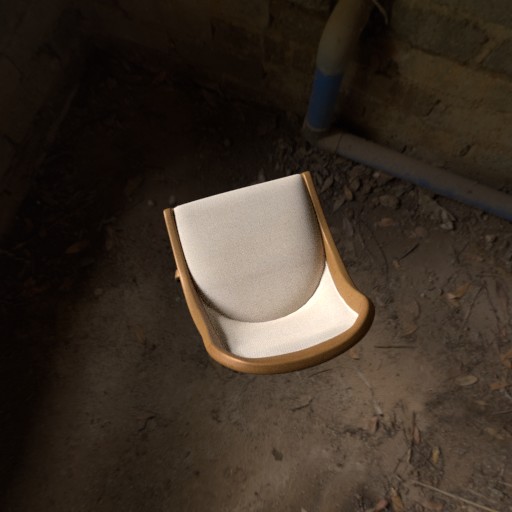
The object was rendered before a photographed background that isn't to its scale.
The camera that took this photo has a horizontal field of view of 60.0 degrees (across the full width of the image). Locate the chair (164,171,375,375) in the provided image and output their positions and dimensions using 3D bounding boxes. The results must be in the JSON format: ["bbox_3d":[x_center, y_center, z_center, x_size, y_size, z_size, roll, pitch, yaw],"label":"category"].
[{"bbox_3d":[0.000,0.000,1.555,0.702,1.009,0.811,-16,76,-4],"label":"chair"}]
